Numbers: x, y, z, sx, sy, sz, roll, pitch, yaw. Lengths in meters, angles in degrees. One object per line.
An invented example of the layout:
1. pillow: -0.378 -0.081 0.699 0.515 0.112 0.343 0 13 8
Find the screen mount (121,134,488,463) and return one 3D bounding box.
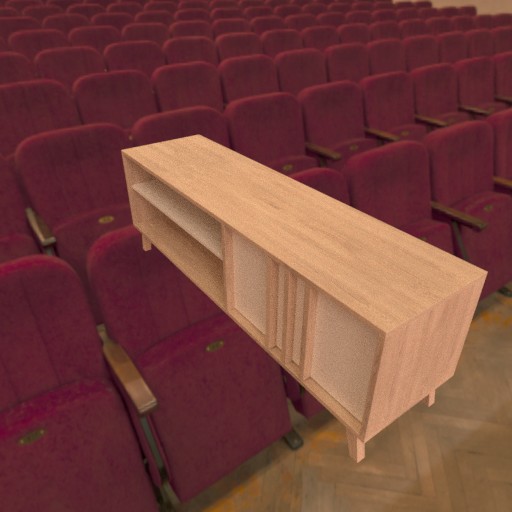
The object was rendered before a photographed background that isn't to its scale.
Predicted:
1. screen mount: 0.000 0.000 1.703 0.400 0.510 1.500 -21 38 -30
